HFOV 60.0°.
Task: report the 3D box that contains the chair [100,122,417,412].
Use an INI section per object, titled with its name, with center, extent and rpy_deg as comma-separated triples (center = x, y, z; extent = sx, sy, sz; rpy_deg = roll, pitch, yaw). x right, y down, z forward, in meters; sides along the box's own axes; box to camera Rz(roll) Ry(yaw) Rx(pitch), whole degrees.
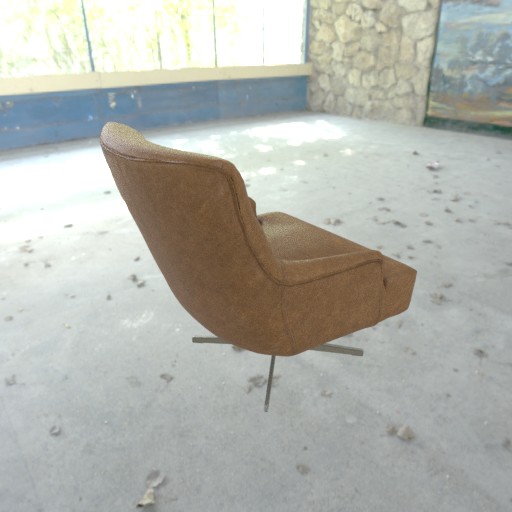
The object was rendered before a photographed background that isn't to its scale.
[chair]
center = 0.000, 0.000, 1.499
extent = 0.874, 0.869, 0.729
rpy_deg = -18, 31, -33
